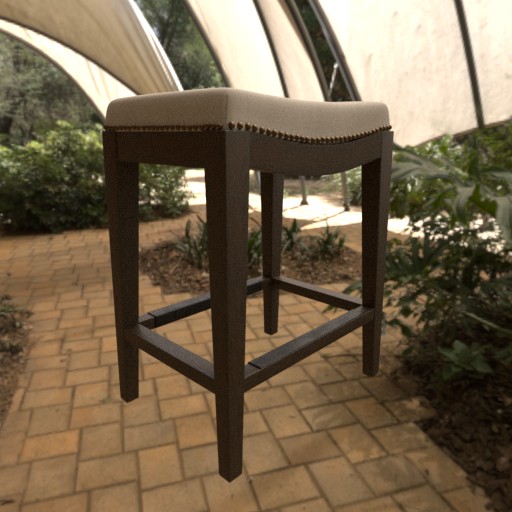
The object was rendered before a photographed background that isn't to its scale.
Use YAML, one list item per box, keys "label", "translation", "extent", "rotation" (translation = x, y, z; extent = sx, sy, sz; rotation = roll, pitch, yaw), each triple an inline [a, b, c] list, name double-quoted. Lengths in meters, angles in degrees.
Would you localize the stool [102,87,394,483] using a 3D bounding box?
- label: "stool"
  translation: [0.000, 0.000, 0.959]
  extent: [0.361, 0.642, 0.500]
  rotation: [15, 21, 42]
